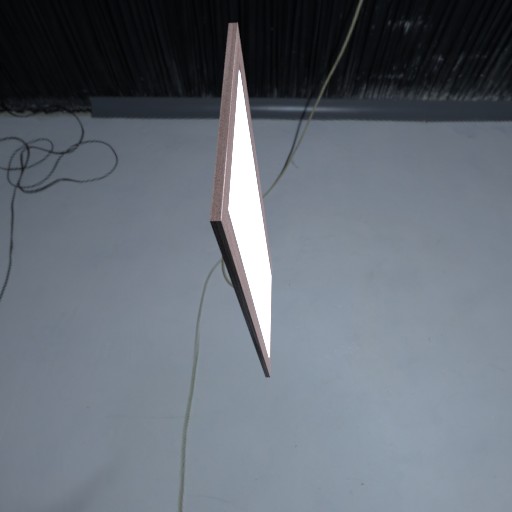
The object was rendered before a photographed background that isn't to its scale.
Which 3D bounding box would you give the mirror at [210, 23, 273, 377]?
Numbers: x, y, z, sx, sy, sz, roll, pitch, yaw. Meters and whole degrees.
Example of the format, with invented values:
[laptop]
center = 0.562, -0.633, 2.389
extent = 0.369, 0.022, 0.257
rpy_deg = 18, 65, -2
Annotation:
[mirror]
center = 0.000, 0.000, 2.275
extent = 0.221, 2.020, 0.812
rpy_deg = 2, 63, 1
